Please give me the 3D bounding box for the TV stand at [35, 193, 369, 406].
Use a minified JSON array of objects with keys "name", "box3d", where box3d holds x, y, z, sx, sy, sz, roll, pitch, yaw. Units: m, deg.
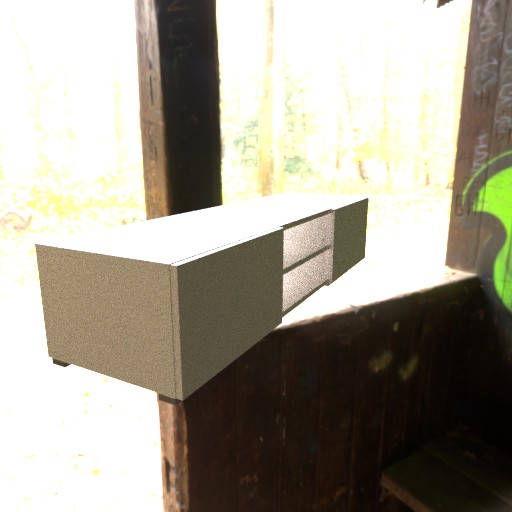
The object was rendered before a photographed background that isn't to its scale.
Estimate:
[{"name":"TV stand","box3d":[0.000,0.000,1.575,0.420,0.310,1.400,7,15,28]}]
